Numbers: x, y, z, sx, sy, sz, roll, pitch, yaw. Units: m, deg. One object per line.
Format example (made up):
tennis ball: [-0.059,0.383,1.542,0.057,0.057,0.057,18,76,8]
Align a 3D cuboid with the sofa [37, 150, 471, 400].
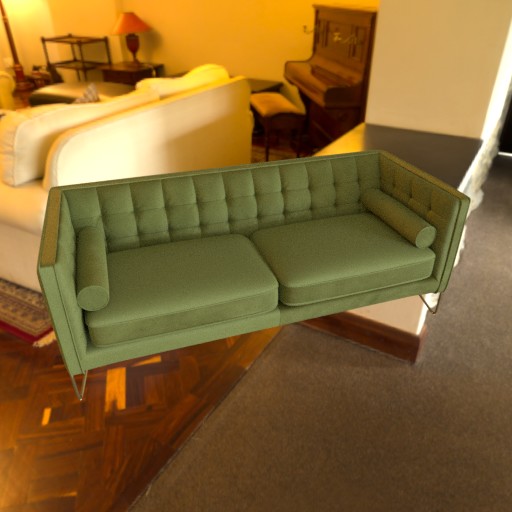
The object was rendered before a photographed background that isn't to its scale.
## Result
sofa: [0.000,0.000,2.512,2.087,0.789,0.867,-10,33,-16]
